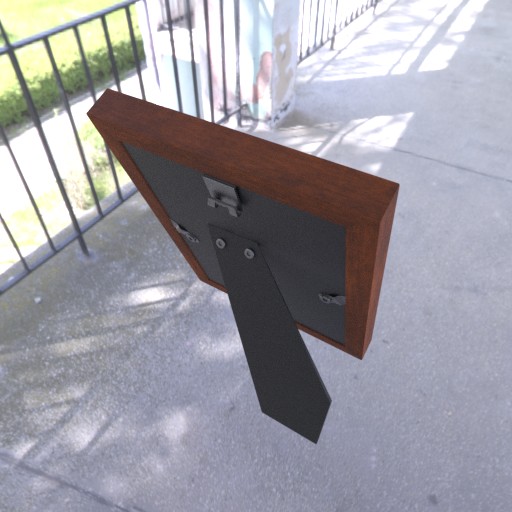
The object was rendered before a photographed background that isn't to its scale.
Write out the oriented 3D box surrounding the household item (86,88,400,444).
[{"bbox_3d":[0.000,0.000,0.290,0.160,0.204,0.096,24,50,22],"label":"household item"}]
